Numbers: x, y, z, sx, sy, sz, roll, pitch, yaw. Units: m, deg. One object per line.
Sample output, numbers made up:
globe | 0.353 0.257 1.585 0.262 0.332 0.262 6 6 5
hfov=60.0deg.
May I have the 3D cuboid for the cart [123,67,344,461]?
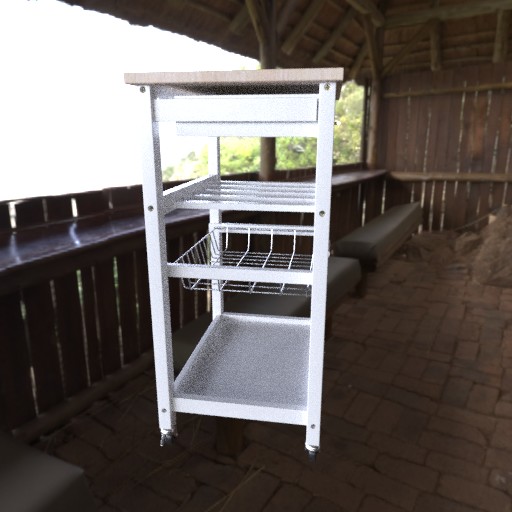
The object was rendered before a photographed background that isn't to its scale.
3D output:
cart | 0.000 0.000 1.185 0.406 0.857 0.578 3 16 9
